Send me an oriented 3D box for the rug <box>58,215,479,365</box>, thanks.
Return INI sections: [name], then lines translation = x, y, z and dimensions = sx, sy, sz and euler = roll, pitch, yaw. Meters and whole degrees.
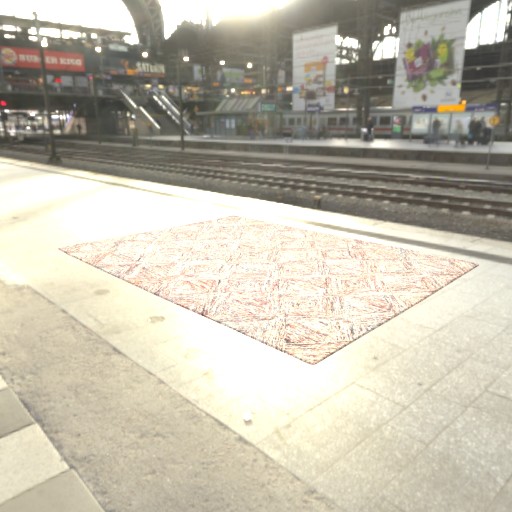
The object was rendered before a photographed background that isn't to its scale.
[rug]
translation = 0.000, 0.000, 4.176
dimensions = 3.226, 0.024, 2.436
euler = 16, 22, 42
